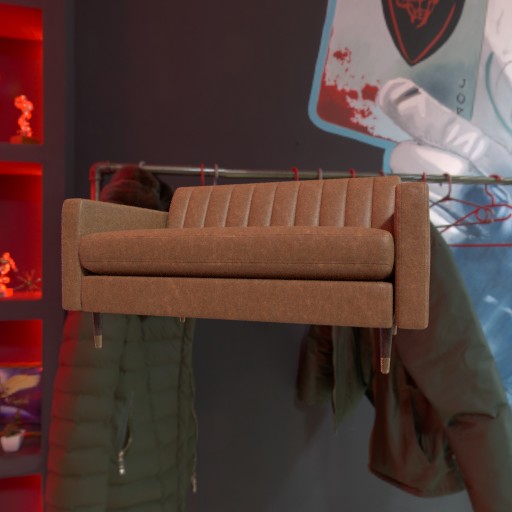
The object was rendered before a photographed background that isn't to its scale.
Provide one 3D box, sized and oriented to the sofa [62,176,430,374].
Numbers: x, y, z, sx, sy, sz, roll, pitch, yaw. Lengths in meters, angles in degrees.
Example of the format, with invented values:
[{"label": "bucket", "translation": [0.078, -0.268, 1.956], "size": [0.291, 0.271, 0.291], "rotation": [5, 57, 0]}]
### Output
[{"label": "sofa", "translation": [0.000, 0.000, 2.124], "size": [1.549, 0.820, 0.960], "rotation": [0, 1, 19]}]
